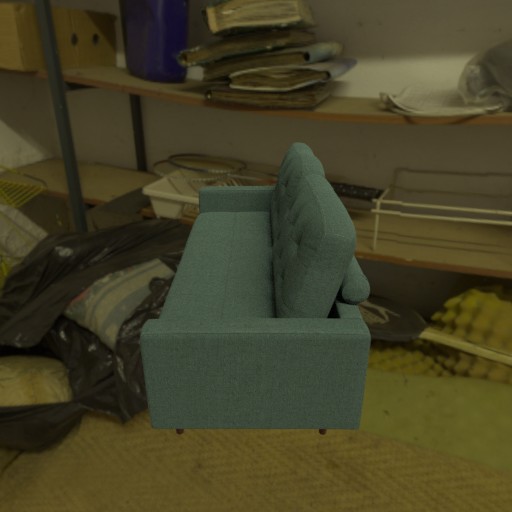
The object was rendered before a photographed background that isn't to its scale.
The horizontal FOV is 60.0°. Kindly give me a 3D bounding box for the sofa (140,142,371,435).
[{"bbox_3d":[0.000,0.000,2.652,0.966,1.050,2.010,0,25,0],"label":"sofa"}]
